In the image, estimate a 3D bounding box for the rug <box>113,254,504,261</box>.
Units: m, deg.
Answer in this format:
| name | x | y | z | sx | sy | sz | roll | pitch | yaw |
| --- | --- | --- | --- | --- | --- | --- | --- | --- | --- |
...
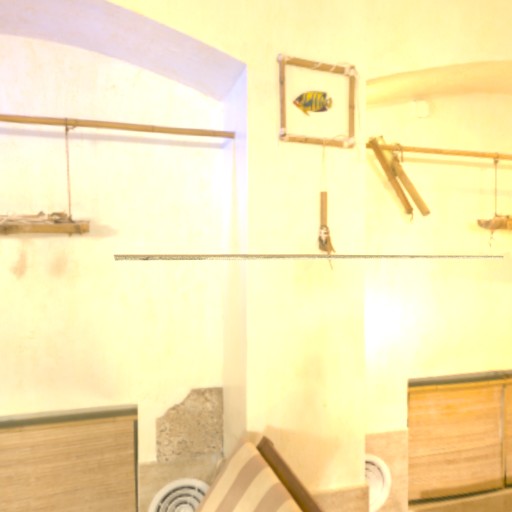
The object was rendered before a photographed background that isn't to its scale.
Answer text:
| name | x | y | z | sx | sy | sz | roll | pitch | yaw |
| --- | --- | --- | --- | --- | --- | --- | --- | --- | --- |
| rug | 0.000 | 0.000 | 3.961 | 2.420 | 0.019 | 3.038 | 0 | 0 | -18 |
